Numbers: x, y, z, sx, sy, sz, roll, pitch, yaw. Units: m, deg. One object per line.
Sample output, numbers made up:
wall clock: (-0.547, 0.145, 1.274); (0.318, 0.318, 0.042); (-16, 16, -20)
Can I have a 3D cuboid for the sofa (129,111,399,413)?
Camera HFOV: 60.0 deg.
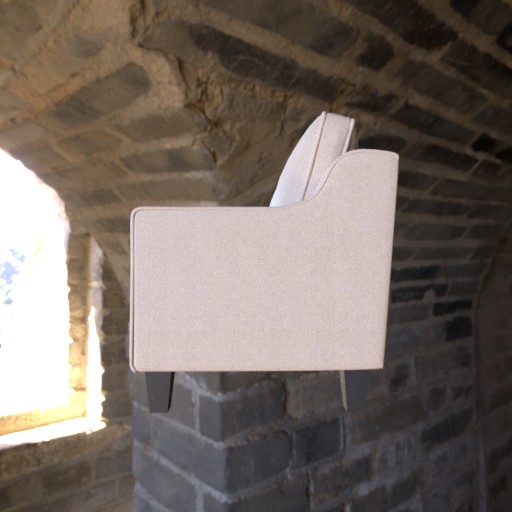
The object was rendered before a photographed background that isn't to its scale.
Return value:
sofa: (0.000, 0.000, 3.391); (1.351, 1.562, 2.587); (0, -1, -1)
